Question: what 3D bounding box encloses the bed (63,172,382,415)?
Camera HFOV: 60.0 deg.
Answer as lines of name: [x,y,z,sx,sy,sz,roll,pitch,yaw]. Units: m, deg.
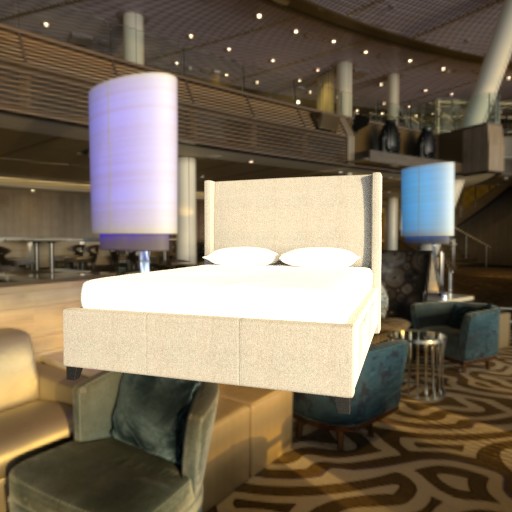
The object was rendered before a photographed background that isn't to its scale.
bed: [0.000,0.000,3.467,1.774,1.491,2.222,1,2,19]
